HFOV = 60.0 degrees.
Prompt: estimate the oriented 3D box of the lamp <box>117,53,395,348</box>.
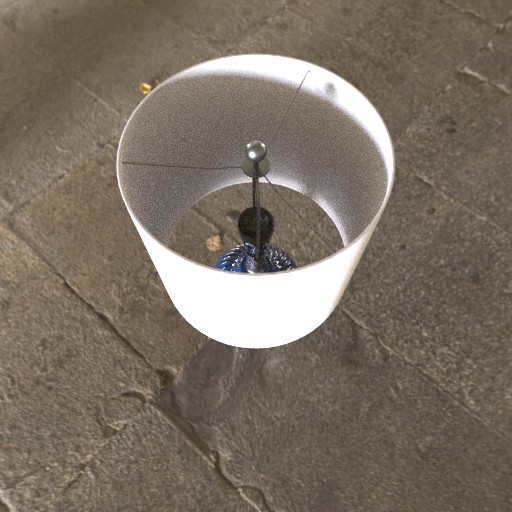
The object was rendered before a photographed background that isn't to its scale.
[{"bbox_3d":[0.000,0.000,0.486,0.203,0.368,0.203,-3,64,-2],"label":"lamp"}]
